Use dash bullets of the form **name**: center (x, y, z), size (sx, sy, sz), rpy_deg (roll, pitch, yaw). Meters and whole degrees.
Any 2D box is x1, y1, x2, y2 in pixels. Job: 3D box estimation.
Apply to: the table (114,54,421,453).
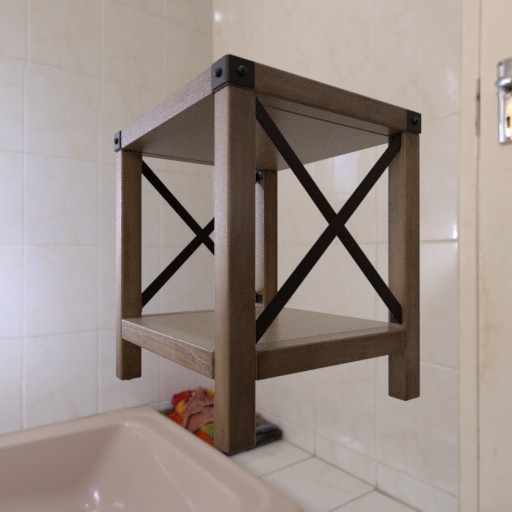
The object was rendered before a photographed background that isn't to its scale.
- **table**: center (0.000, 0.000, 0.938), size (0.459, 0.561, 0.510), rpy_deg (0, 0, -35)
